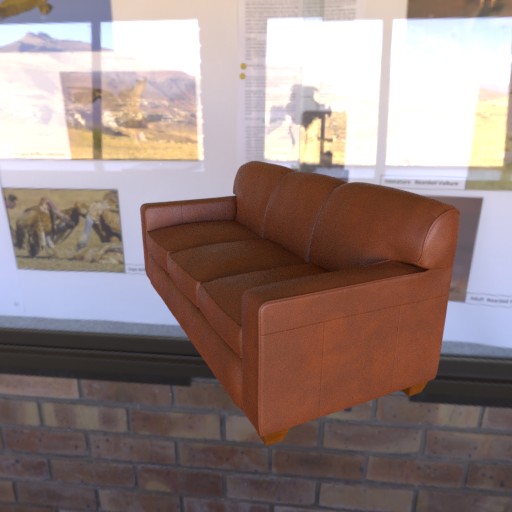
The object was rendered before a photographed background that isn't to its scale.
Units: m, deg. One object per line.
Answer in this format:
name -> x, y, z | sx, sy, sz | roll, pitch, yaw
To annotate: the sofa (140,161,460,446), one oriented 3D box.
sofa -> 0.000, 0.000, 2.646 | 1.008, 0.953, 2.039 | -8, 20, -24
